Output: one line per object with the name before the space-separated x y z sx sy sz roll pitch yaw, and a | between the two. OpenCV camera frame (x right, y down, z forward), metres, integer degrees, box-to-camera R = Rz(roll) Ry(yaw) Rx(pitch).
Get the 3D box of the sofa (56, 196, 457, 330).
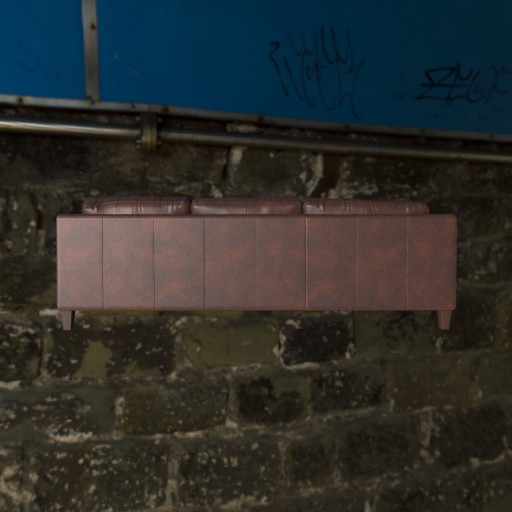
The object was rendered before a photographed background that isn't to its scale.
sofa | 0.000 0.000 4.243 2.438 0.836 3.152 0 1 0
